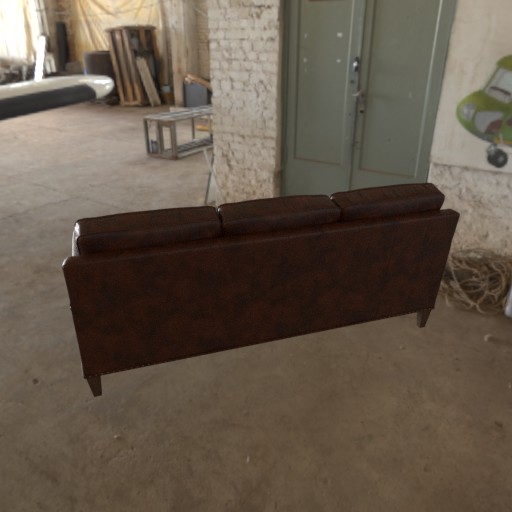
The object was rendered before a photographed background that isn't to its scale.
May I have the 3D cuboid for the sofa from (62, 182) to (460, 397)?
[{"bbox_3d":[0.000,0.000,2.871,2.240,1.003,1.084,-8,27,-16],"label":"sofa"}]
